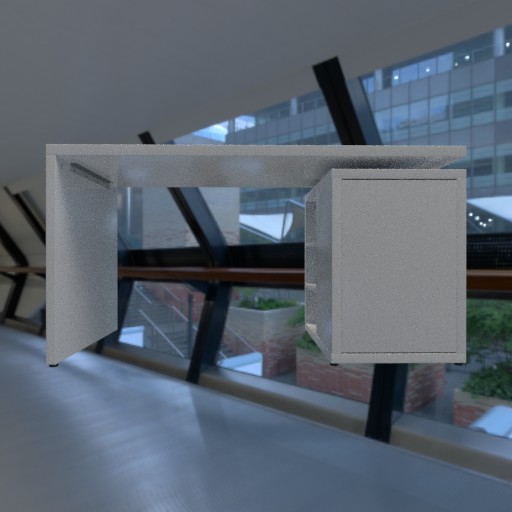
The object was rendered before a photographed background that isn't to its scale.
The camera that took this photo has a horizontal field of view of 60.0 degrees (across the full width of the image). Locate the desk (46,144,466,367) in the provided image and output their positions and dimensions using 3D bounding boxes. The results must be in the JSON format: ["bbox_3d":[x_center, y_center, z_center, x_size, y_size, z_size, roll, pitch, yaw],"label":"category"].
[{"bbox_3d":[0.000,0.000,1.821,1.400,0.740,0.690,0,0,-1],"label":"desk"}]
